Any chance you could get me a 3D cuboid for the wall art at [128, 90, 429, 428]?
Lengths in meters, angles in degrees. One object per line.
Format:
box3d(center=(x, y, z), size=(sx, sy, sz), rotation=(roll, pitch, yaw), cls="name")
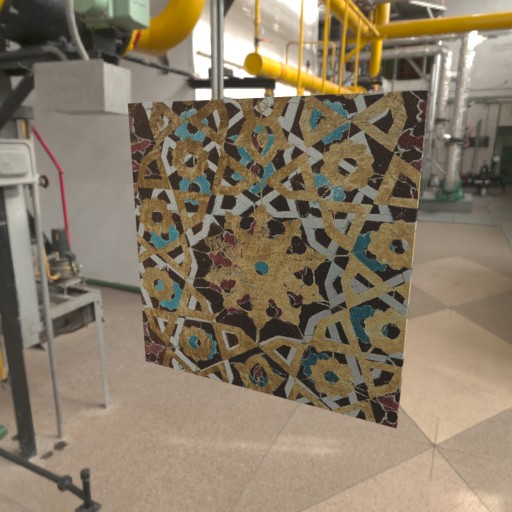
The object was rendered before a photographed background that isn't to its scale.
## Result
box3d(center=(0.000, 0.000, 0.603), size=(0.404, 0.406, 0.010), rotation=(7, 16, 25), cls="wall art")
